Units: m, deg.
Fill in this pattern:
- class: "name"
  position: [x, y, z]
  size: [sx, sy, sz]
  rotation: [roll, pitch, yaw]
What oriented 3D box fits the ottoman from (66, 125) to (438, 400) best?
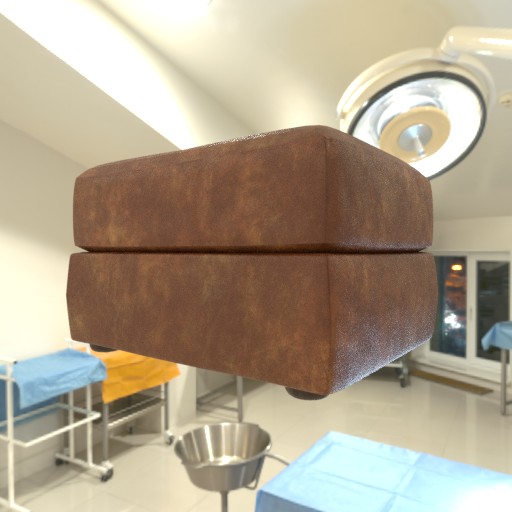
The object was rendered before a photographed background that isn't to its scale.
- class: "ottoman"
  position: [0.000, 0.000, 1.110]
  size: [0.751, 0.476, 0.603]
  rotation: [1, 1, 37]
